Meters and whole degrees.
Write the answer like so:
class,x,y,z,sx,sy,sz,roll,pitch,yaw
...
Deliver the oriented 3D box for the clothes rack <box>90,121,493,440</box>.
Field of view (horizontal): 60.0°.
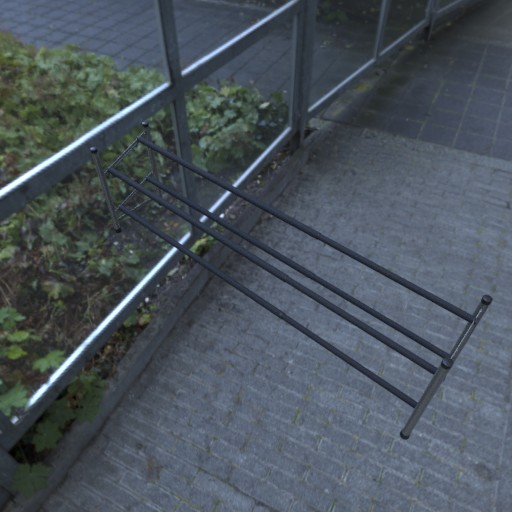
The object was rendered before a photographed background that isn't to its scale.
class,x,y,z,sx,sy,sz,roll,pitch,yaw
clothes rack,0.000,0.000,1.287,1.168,0.349,0.229,32,54,27
